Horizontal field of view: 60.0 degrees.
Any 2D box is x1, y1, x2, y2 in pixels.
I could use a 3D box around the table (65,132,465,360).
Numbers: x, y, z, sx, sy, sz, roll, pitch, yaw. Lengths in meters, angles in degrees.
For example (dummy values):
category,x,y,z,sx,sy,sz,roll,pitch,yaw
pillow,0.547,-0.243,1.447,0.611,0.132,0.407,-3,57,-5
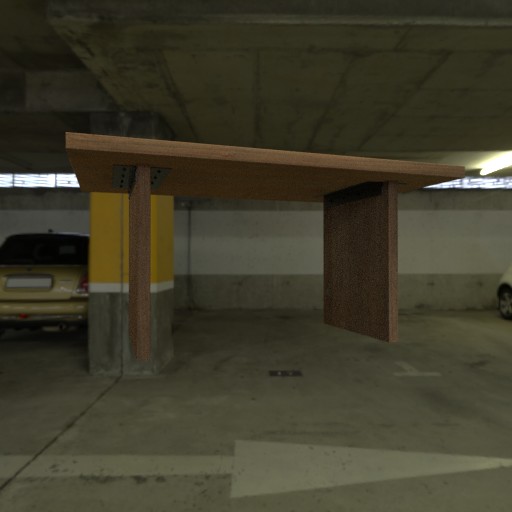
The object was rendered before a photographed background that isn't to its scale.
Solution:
category,x,y,z,sx,sy,sz,roll,pitch,yaw
table,0.000,0.000,2.123,1.609,0.780,0.946,0,-1,-19
